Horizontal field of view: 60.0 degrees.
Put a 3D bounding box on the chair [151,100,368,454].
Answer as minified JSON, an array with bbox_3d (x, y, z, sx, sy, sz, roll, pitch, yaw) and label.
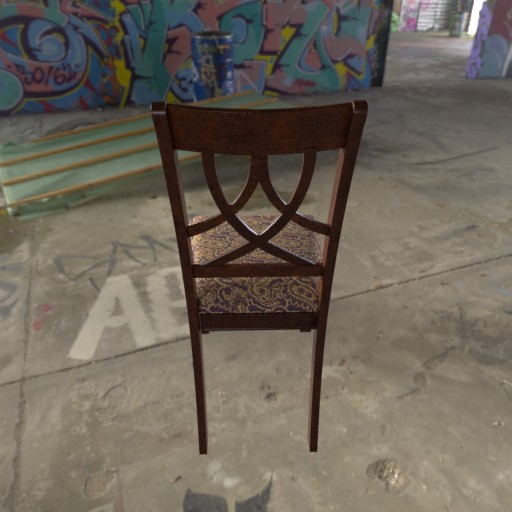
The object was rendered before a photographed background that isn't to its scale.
[{"bbox_3d":[0.000,0.000,1.275,0.457,0.965,0.584,-1,30,-1],"label":"chair"}]
